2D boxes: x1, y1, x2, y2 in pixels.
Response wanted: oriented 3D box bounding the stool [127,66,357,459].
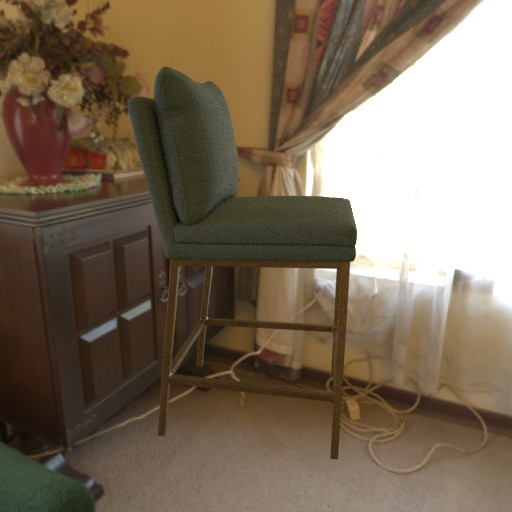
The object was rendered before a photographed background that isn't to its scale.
[{"bbox_3d":[0.000,0.000,1.346,0.568,1.032,0.463,3,17,9],"label":"stool"}]
